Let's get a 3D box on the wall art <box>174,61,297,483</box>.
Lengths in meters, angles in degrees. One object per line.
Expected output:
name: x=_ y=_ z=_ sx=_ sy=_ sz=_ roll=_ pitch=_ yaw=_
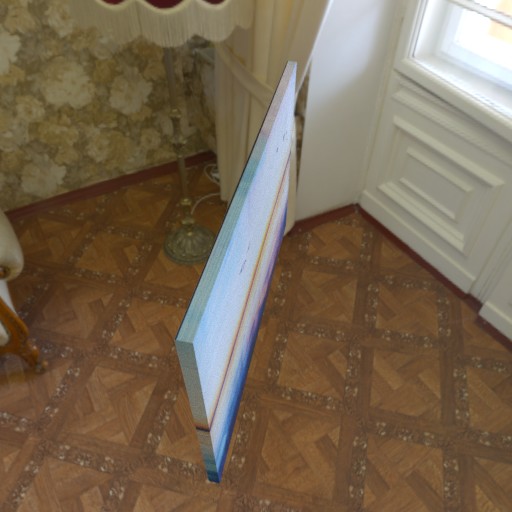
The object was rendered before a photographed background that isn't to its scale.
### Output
wall art: x=0.000 y=0.000 z=1.405 sx=0.034 sy=0.756 sz=1.137 roll=9 pitch=47 yaw=9
